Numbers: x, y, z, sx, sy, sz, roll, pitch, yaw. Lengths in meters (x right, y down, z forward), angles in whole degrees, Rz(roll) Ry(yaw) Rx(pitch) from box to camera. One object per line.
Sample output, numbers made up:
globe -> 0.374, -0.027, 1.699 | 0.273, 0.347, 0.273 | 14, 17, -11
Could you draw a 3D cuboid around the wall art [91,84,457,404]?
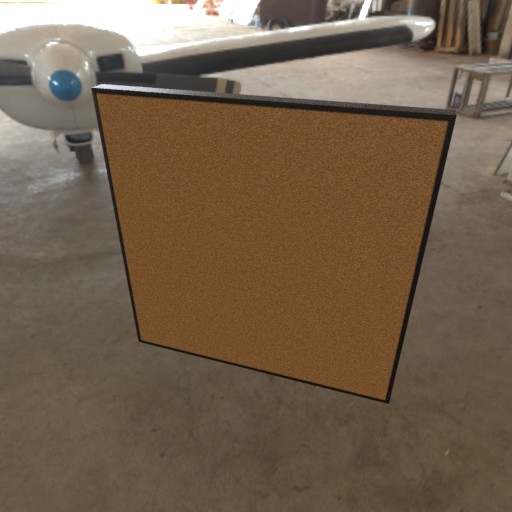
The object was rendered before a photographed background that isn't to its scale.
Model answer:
wall art -> 0.000, 0.000, 0.742 | 0.513, 0.511, 0.028 | 10, 33, 16
